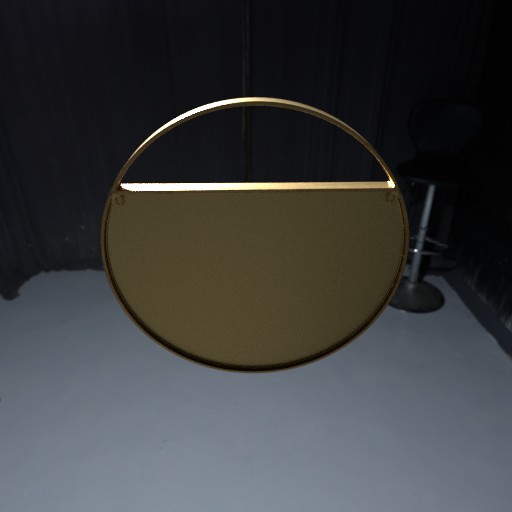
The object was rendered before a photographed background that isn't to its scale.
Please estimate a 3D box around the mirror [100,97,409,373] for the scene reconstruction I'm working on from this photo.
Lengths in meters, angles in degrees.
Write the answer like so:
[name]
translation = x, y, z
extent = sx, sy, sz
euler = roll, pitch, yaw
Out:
[mirror]
translation = 0.000, 0.000, 0.835
extent = 0.565, 0.565, 0.032
euler = -1, 29, -1
